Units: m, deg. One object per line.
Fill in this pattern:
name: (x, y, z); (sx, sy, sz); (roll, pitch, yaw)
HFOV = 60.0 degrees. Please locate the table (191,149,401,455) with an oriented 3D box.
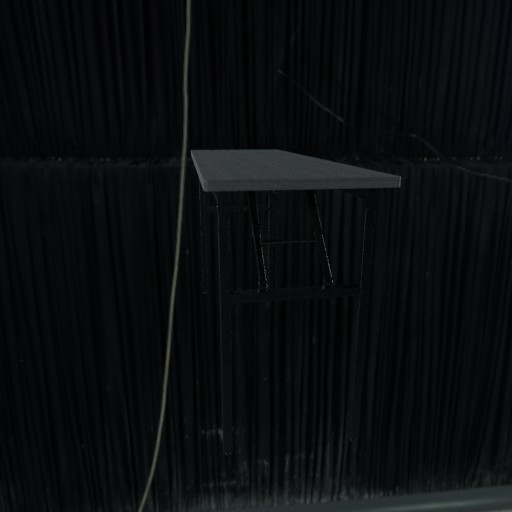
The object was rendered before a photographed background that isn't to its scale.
table: (0.000, 0.000, 1.739); (0.449, 0.750, 1.399); (-3, 16, -9)
